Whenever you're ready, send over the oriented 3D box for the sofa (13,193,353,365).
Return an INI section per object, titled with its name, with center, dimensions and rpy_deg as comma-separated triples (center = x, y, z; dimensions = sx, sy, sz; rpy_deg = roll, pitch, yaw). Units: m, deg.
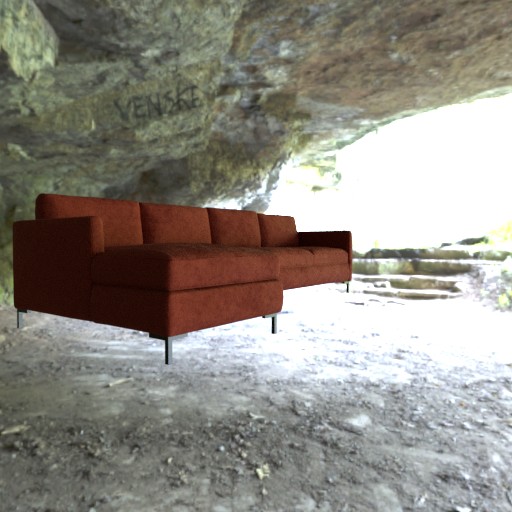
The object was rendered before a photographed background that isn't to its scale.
[sofa]
center = 0.000, 0.000, 2.758
dimensions = 1.136, 0.663, 2.467
rpy_deg = 1, 2, 37
